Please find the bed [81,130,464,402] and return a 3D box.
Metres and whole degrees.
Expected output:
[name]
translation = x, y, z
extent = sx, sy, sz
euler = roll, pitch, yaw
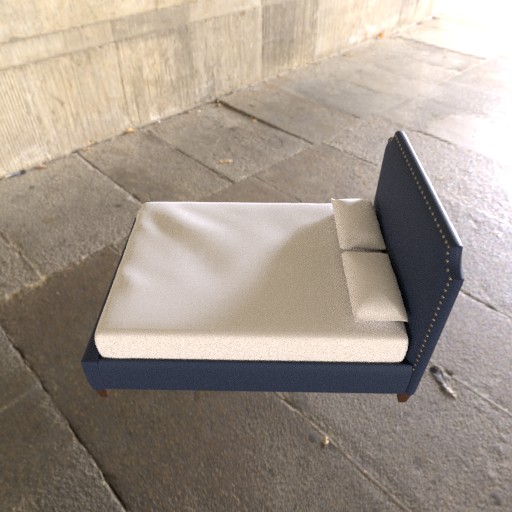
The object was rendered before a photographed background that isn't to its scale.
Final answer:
[bed]
translation = 0.000, 0.000, 3.455
extent = 2.372, 1.443, 1.712
euler = 1, 41, 1
